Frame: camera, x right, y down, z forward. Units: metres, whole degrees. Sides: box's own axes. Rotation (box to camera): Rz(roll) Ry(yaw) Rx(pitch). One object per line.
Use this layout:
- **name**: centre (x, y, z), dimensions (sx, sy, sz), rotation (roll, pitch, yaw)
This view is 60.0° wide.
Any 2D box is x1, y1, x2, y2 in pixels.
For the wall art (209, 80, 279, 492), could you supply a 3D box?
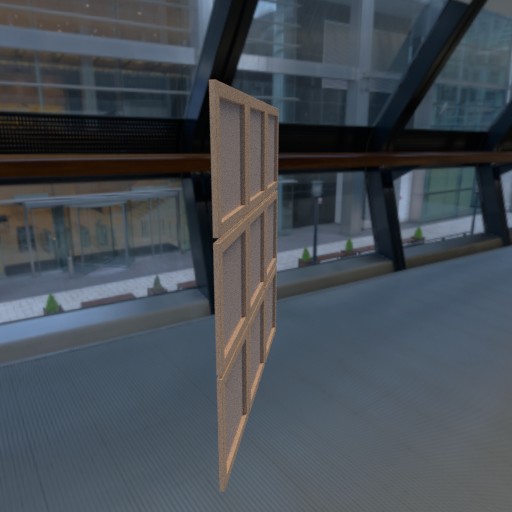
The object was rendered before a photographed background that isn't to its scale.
- **wall art**: centre (0.000, 0.000, 1.364), dimensions (0.012, 0.910, 0.917), rotation (3, 15, 10)
